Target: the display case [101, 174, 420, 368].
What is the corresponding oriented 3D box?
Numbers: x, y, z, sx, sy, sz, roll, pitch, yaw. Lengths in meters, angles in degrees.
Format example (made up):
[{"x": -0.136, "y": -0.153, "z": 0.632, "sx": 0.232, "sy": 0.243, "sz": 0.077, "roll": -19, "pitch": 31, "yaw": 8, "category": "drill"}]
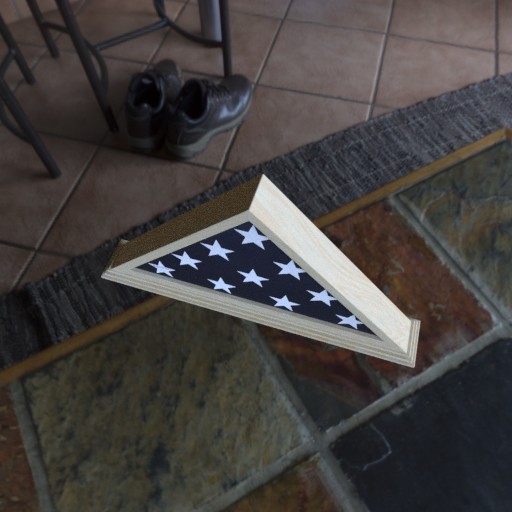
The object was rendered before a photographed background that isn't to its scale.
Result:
[{"x": 0.000, "y": 0.000, "z": 0.746, "sx": 0.640, "sy": 0.340, "sz": 0.095, "roll": 15, "pitch": 60, "yaw": 9, "category": "display case"}]
